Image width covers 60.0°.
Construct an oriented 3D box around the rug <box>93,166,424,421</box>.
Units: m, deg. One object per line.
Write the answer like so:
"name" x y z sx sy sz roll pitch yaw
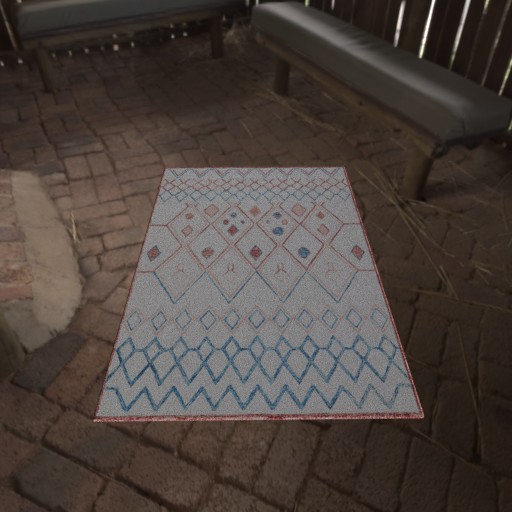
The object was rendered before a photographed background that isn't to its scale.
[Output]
"rug" 0.000 0.000 2.317 1.219 0.016 1.829 0 41 0
